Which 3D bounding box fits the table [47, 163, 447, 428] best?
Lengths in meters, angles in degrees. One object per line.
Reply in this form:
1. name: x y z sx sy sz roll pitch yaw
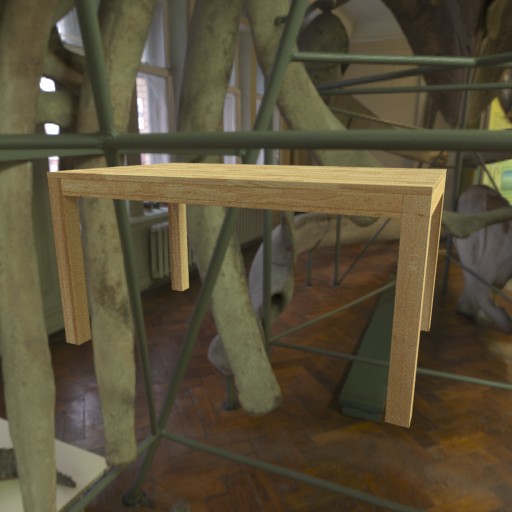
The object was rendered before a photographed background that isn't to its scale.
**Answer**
1. table: 0.000 0.000 2.029 1.500 0.770 0.900 7 16 24
